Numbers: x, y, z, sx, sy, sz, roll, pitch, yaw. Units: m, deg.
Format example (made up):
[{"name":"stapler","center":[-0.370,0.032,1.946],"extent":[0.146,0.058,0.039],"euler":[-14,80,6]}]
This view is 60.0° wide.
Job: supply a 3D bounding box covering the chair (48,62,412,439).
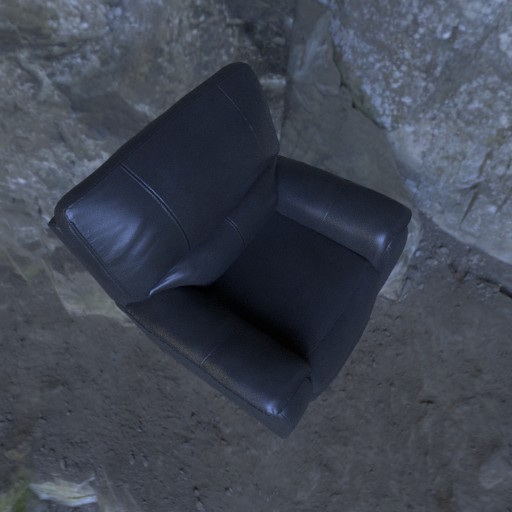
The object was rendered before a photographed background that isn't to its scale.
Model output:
[{"name":"chair","center":[0.000,0.000,1.928],"extent":[1.087,1.109,1.096],"euler":[31,63,18]}]
